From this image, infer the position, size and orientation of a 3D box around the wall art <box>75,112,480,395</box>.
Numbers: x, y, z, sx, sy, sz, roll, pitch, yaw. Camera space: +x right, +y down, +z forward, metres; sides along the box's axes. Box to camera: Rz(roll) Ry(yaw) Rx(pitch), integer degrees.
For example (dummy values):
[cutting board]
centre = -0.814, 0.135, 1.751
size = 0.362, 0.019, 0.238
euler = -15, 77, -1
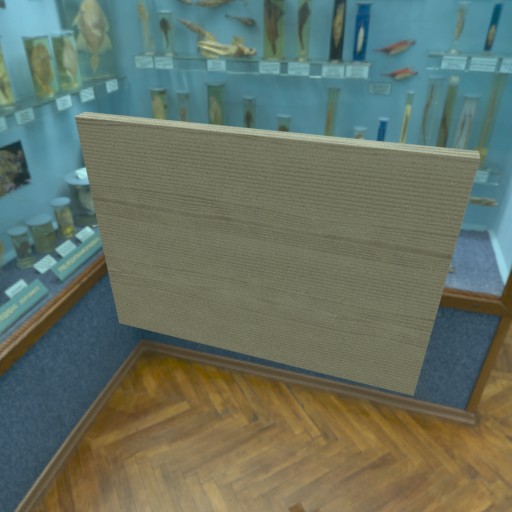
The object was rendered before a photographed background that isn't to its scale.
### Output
[wall art]
centre = 0.000, 0.000, 1.069
size = 0.841, 0.609, 0.063
euler = 10, 34, 16
